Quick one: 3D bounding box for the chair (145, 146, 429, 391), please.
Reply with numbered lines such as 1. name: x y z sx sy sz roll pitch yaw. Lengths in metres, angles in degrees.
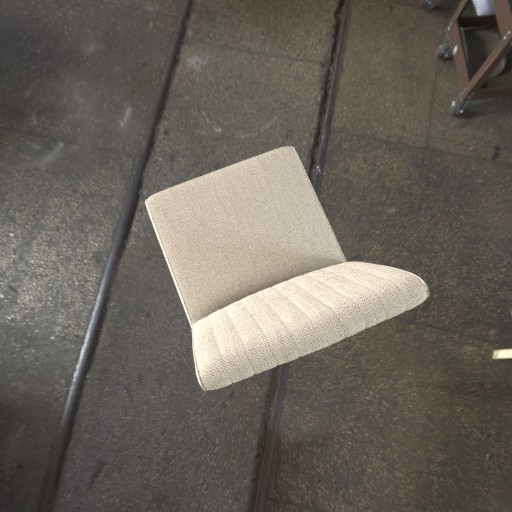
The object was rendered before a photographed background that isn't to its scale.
1. chair: 0.000 0.000 1.224 0.480 0.900 0.594 -21 76 -6
